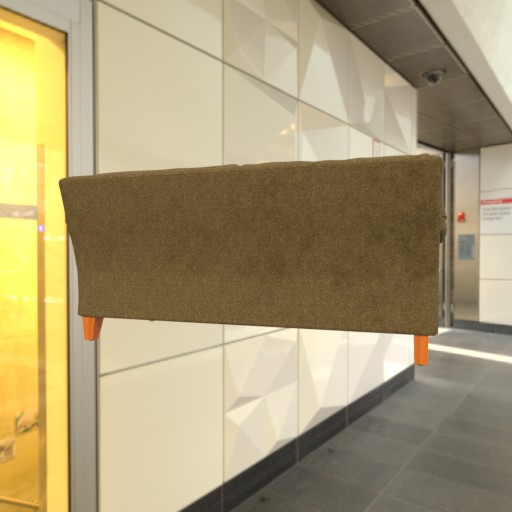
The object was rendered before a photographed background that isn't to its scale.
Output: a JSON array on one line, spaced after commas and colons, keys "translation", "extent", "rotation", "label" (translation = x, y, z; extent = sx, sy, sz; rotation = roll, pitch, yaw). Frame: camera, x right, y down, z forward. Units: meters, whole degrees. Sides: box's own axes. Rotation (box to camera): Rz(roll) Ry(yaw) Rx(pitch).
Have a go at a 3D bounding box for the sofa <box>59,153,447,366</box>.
[{"translation": [0.000, 0.000, 2.791], "extent": [2.160, 1.054, 1.087], "rotation": [0, 1, 18], "label": "sofa"}]
